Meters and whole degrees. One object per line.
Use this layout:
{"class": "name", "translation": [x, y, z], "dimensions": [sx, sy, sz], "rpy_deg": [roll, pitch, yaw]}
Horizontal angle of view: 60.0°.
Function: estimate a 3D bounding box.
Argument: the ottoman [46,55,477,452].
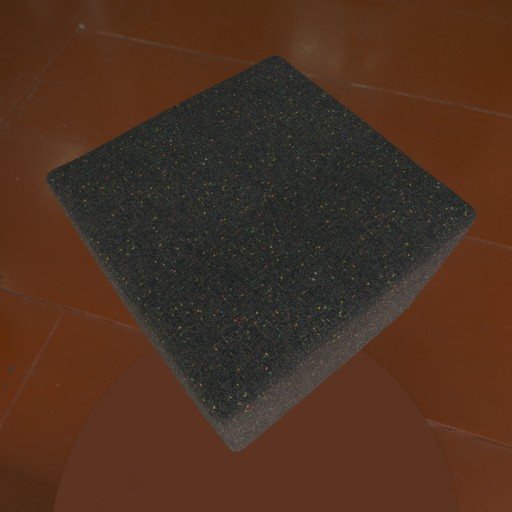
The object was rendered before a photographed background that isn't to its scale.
{"class": "ottoman", "translation": [0.000, 0.000, 0.871], "dimensions": [0.508, 0.432, 0.508], "rpy_deg": [-35, 66, -18]}
